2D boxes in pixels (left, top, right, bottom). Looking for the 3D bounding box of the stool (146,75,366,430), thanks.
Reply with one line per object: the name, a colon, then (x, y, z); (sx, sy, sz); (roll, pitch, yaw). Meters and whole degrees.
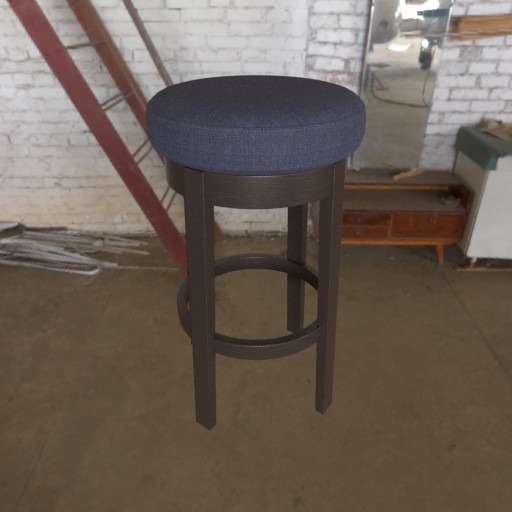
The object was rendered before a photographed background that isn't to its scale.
stool: (0.000, 0.000, 1.044); (0.446, 0.758, 0.446); (0, 31, 0)
